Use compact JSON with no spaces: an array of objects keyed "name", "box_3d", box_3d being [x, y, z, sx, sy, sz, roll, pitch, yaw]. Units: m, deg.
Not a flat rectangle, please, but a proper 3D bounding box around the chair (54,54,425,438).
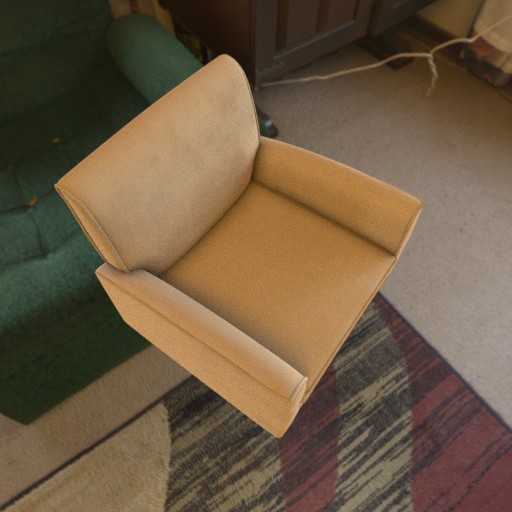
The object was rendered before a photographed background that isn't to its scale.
[{"name":"chair","box_3d":[0.000,0.000,1.569,0.821,0.915,0.820,32,63,18]}]
